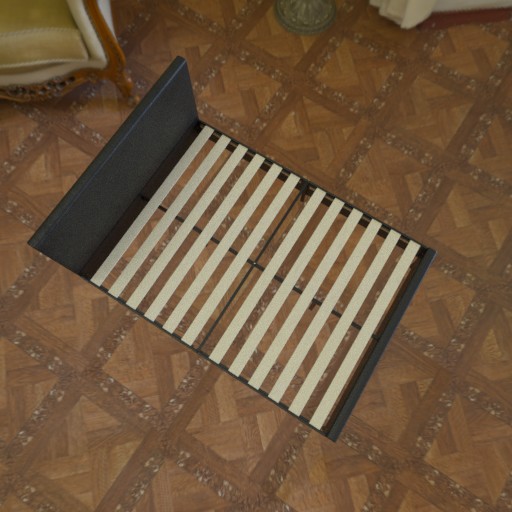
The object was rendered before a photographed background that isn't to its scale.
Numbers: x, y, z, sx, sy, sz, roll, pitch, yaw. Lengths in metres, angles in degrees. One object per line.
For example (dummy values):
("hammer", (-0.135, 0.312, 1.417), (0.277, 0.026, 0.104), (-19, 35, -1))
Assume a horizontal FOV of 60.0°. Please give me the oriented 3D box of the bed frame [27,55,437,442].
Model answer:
("bed frame", (0.000, 0.000, 3.276), (2.318, 1.127, 1.634), (31, 76, 8))
